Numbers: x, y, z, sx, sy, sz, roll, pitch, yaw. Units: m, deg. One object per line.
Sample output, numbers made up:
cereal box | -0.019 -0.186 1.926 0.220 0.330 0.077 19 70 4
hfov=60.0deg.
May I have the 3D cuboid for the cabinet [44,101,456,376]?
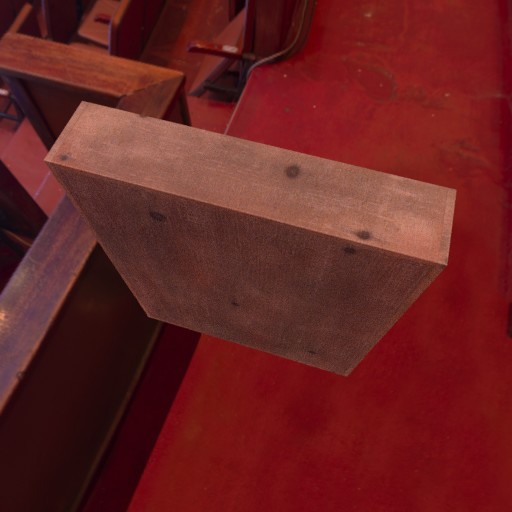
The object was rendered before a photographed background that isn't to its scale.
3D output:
cabinet | 0.000 0.000 0.814 0.489 0.590 0.184 15 64 7
